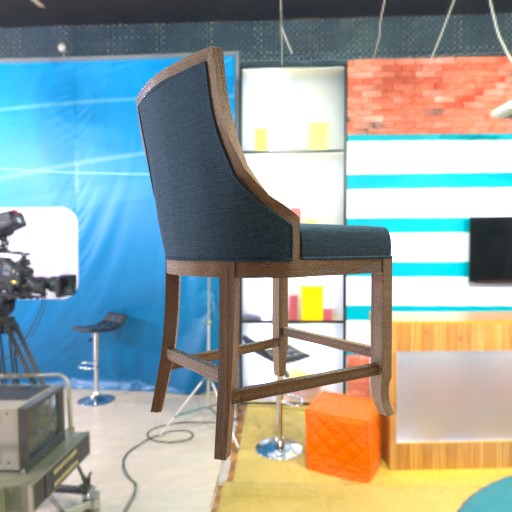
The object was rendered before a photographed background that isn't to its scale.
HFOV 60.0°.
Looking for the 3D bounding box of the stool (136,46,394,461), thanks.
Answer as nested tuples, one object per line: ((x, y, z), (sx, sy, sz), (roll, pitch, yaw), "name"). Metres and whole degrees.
((0.000, 0.000, 1.317), (0.626, 0.938, 0.524), (-1, 2, -37), "stool")
